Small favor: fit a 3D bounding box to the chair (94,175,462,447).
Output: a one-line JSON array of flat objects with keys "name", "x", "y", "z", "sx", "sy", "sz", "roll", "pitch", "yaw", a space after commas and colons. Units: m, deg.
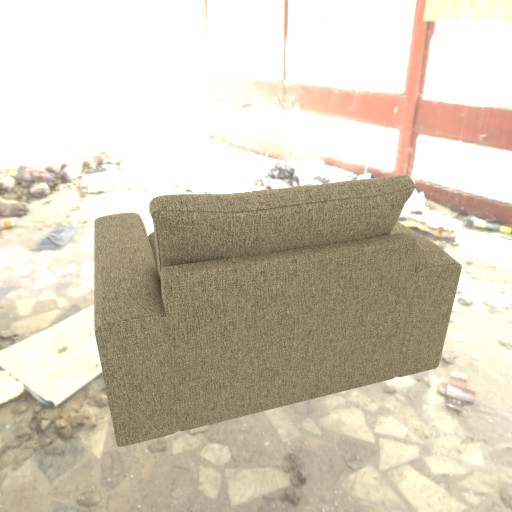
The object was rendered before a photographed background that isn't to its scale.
[{"name": "chair", "x": 0.000, "y": 0.000, "z": 2.049, "sx": 1.398, "sy": 0.915, "sz": 1.039, "roll": -8, "pitch": 28, "yaw": -16}]
